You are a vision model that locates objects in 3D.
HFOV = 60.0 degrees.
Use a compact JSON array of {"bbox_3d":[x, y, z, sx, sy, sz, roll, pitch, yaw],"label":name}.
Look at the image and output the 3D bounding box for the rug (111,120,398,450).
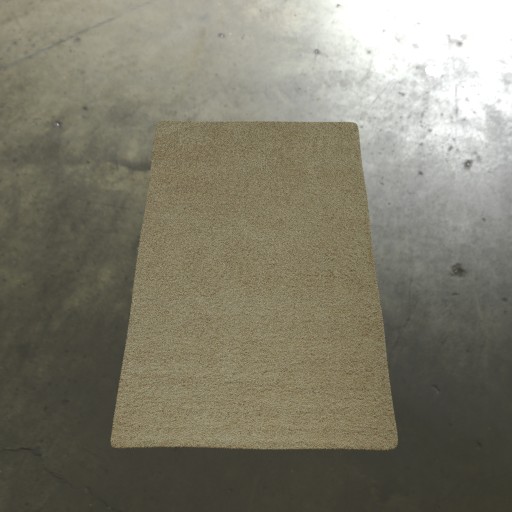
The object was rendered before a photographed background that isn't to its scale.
[{"bbox_3d":[0.000,0.000,3.370,1.801,0.024,2.700,0,63,0],"label":"rug"}]
